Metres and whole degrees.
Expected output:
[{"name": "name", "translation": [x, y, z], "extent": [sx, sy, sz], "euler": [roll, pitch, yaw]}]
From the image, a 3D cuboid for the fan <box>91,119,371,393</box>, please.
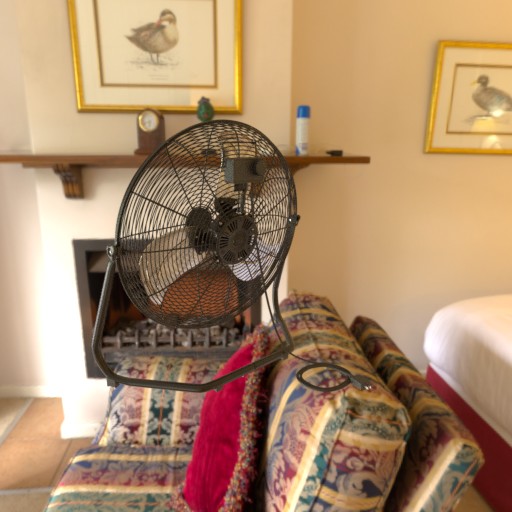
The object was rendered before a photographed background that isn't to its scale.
[{"name": "fan", "translation": [0.000, 0.000, 0.916], "extent": [0.555, 0.546, 0.424], "euler": [-13, 20, -41]}]
